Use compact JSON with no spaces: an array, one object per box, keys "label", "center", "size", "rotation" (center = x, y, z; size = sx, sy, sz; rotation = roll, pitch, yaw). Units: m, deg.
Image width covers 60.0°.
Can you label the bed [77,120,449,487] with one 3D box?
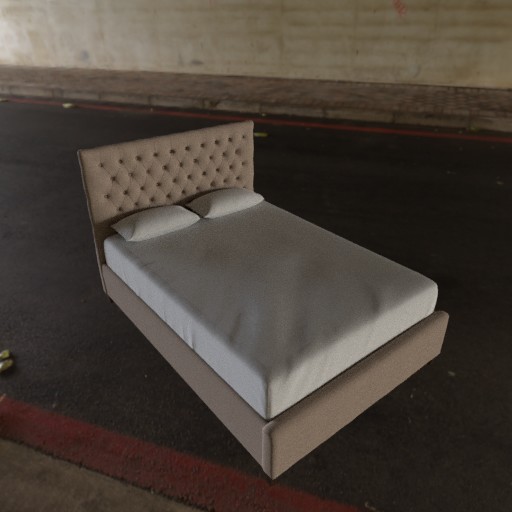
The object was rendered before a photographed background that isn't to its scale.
[{"label":"bed","center":[0.000,0.000,3.403],"size":[1.698,1.427,2.387],"rotation":[-21,36,-33]}]
